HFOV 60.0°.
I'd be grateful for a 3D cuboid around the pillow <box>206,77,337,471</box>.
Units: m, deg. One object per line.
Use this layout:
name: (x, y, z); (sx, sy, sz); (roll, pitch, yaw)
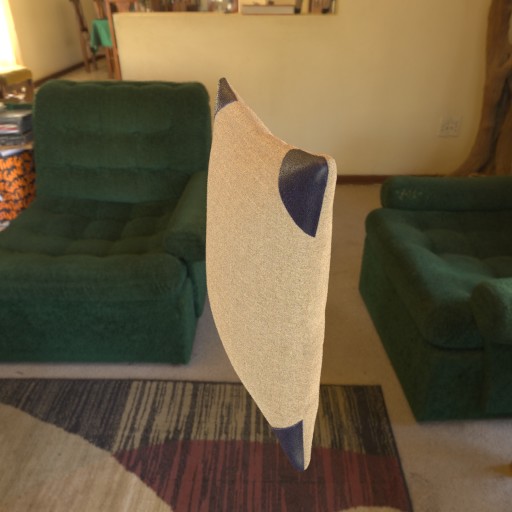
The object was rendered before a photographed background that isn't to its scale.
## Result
pillow: (0.000, 0.000, 0.672); (0.147, 0.441, 0.440); (-9, 32, -14)
